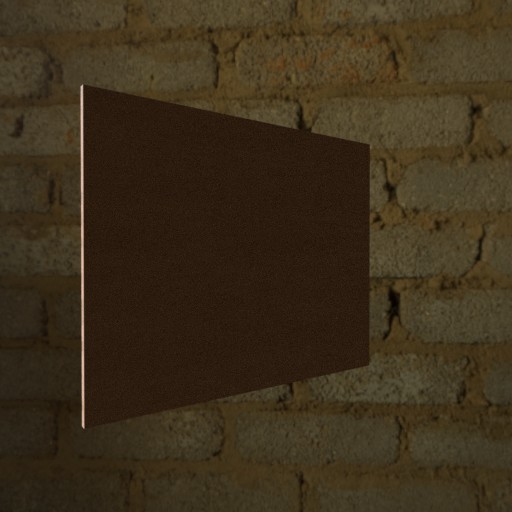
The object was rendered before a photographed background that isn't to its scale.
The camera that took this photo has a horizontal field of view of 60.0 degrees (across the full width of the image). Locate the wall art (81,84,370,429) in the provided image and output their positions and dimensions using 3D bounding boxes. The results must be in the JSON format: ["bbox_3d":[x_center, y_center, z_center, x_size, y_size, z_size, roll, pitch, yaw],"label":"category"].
[{"bbox_3d":[0.000,0.000,0.675,0.508,0.408,0.010,0,1,-35],"label":"wall art"}]
